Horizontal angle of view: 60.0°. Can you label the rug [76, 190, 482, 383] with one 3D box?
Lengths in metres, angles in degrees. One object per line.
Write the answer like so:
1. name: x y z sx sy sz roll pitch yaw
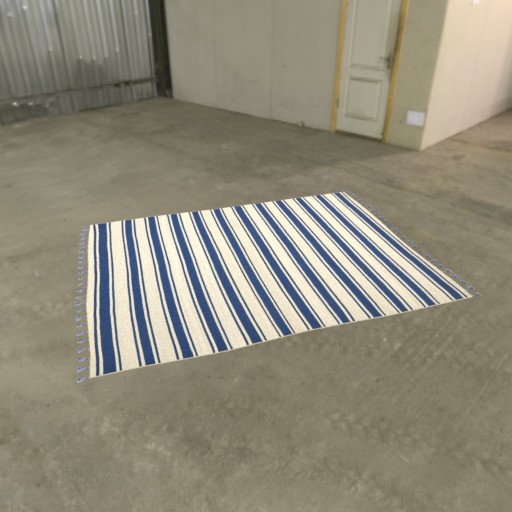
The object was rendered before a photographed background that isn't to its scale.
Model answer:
1. rug: 0.000 0.000 4.464 3.416 0.016 2.471 -9 32 -15
